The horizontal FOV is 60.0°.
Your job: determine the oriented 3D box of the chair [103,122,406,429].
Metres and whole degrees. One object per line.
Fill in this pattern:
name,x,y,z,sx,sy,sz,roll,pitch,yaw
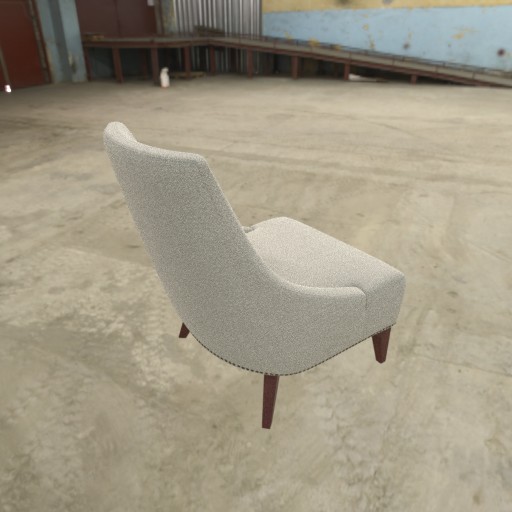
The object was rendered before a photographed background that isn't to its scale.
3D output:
chair,0.000,0.000,1.541,0.861,0.909,0.701,-18,32,-32
